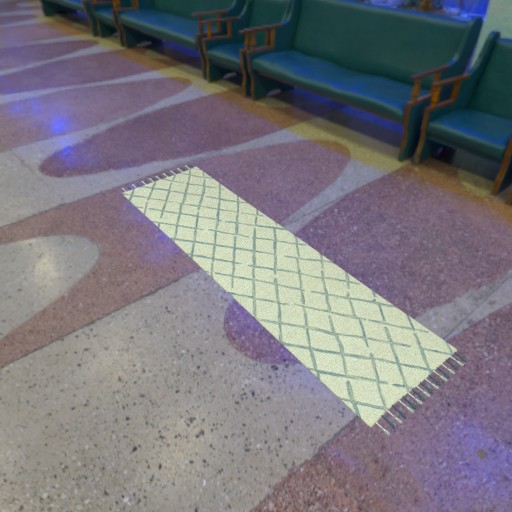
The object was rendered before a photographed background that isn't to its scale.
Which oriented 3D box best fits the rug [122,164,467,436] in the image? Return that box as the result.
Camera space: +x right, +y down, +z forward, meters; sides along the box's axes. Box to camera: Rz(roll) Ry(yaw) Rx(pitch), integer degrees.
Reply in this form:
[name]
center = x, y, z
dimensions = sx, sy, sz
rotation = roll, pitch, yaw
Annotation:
[rug]
center = 0.000, 0.000, 2.590
dimensions = 0.620, 0.008, 2.372
rotation = -27, 47, -29
